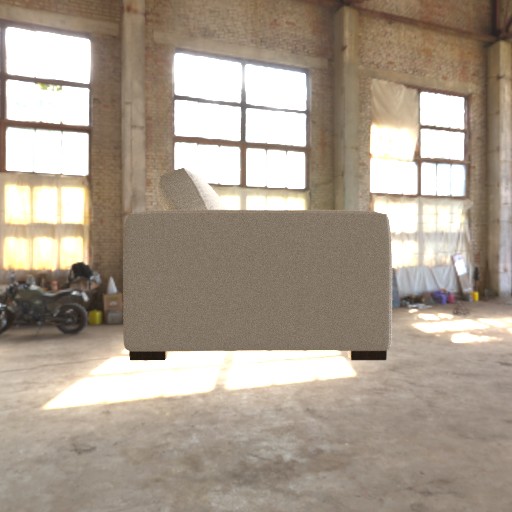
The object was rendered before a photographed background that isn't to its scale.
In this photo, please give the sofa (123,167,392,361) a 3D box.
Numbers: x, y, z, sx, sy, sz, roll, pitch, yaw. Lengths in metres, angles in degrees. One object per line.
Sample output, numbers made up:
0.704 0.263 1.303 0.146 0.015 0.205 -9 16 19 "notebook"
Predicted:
0.000 0.000 2.814 1.070 0.801 2.262 0 1 -1 "sofa"
